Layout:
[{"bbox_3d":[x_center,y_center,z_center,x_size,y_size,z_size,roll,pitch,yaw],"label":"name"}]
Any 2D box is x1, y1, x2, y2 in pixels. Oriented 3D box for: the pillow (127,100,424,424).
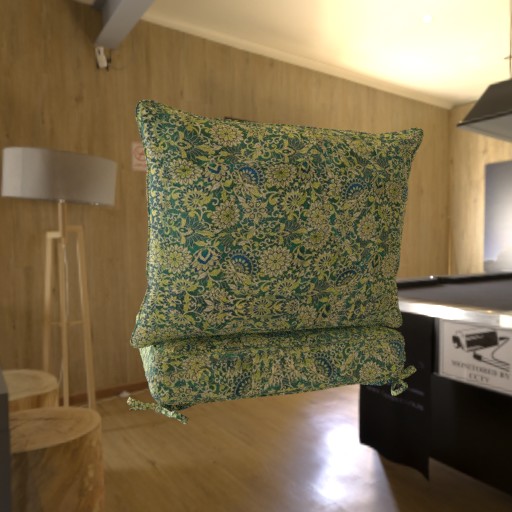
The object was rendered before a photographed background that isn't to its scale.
[{"bbox_3d":[0.000,0.000,1.374,0.798,0.722,0.740,-1,3,-19],"label":"pillow"}]
